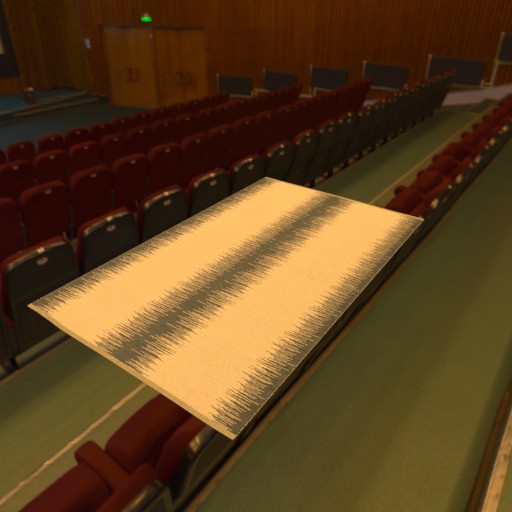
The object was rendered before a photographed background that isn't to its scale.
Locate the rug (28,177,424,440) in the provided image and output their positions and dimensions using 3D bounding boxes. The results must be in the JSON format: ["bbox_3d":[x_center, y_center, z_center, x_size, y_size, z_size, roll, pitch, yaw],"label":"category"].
[{"bbox_3d":[0.000,0.000,3.038,1.519,0.003,2.453,21,37,30],"label":"rug"}]
